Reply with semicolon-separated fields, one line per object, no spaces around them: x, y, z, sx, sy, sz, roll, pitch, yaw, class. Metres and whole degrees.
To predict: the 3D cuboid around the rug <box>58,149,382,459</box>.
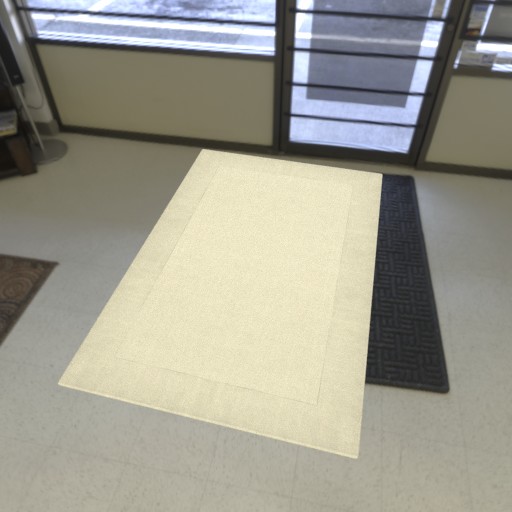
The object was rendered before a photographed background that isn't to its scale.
0.000;0.000;2.331;1.219;0.013;1.829;10;46;10;rug
